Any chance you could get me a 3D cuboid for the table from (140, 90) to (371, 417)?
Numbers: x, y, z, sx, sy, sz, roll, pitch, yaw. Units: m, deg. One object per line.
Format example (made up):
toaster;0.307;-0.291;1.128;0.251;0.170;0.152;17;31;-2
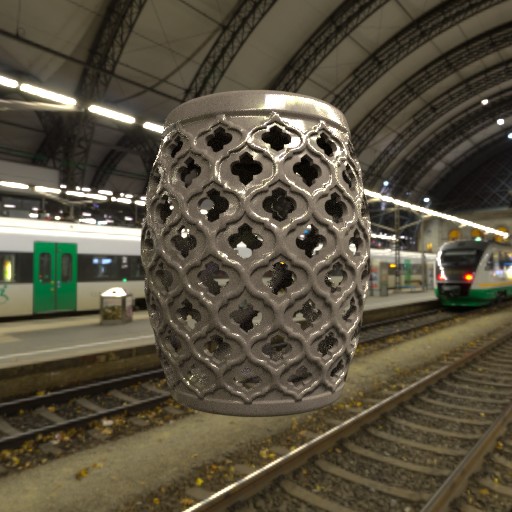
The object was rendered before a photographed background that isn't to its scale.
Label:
table;0.000;0.000;0.644;0.325;0.388;0.325;0;-2;0
